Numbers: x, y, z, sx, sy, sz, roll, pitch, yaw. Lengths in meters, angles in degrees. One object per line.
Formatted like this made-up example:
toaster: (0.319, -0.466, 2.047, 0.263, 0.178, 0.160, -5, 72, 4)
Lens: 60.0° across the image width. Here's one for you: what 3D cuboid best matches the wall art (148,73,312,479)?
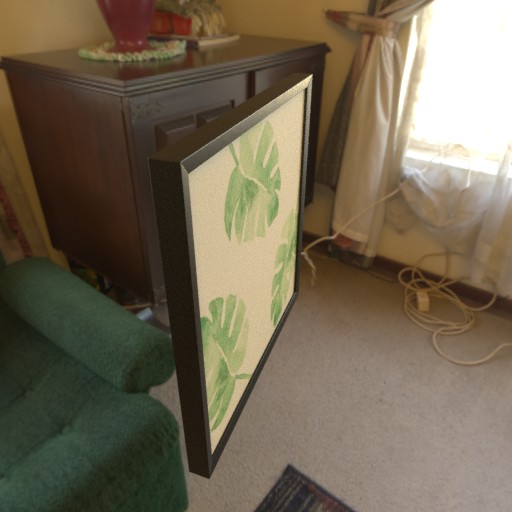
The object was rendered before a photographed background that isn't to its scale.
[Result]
wall art: (0.000, 0.000, 0.757, 0.036, 0.508, 0.508, 11, 33, 17)
